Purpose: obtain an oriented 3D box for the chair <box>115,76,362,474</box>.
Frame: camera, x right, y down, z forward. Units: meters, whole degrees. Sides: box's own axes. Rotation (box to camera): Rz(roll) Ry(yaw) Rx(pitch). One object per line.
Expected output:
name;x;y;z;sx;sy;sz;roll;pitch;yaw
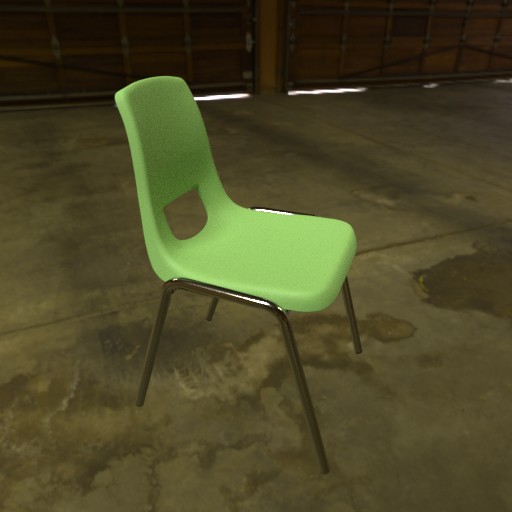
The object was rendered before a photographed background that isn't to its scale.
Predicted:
chair;0.000;0.000;0.891;0.436;0.653;0.381;10;30;19
